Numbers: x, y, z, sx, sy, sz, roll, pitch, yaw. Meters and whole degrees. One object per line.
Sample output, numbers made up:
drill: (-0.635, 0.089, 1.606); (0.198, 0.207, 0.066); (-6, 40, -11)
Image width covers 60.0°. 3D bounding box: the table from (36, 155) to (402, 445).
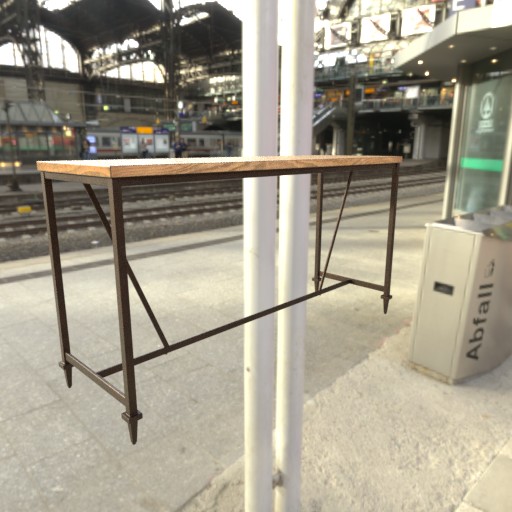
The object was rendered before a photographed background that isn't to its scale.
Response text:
table: (0.000, 0.000, 2.097); (0.551, 0.902, 1.700); (13, 19, 43)
